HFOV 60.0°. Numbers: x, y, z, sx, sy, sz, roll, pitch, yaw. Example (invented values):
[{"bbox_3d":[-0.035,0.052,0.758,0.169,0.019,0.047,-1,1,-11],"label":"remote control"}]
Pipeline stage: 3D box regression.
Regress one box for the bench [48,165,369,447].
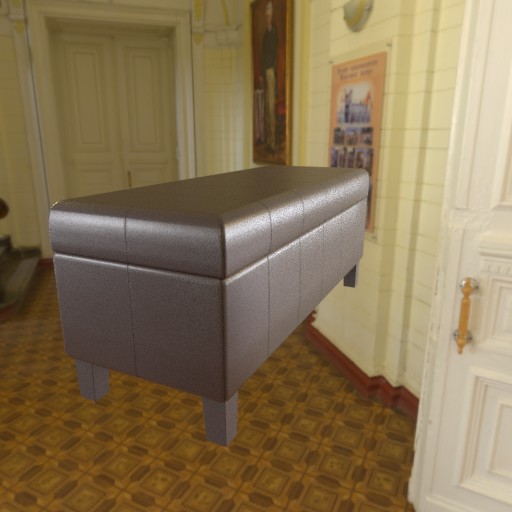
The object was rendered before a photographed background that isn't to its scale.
[{"bbox_3d":[0.000,0.000,1.335,0.429,0.457,1.092,8,18,25],"label":"bench"}]
